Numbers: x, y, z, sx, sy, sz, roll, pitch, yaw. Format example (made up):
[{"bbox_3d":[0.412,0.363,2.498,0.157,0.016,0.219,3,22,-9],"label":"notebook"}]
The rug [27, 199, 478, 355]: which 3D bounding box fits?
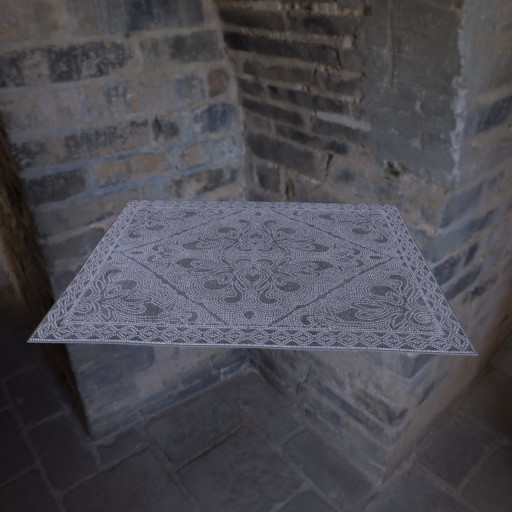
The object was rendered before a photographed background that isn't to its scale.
[{"bbox_3d":[0.000,0.000,4.003,3.048,0.012,2.438,1,31,2],"label":"rug"}]
